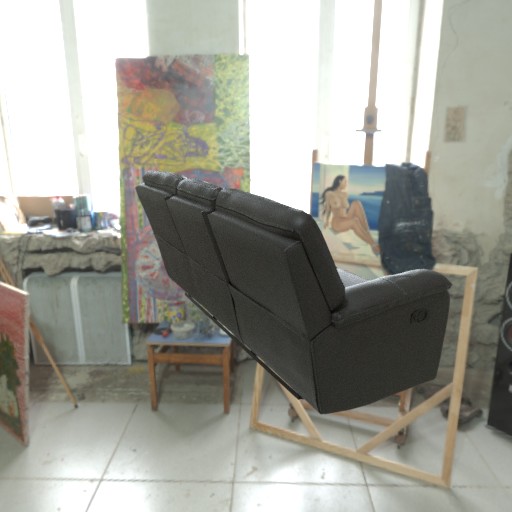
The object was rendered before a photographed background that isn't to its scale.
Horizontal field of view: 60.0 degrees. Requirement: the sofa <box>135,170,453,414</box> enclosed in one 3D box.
[{"bbox_3d":[0.000,0.000,3.215,1.104,1.134,2.627,-8,17,-27],"label":"sofa"}]
